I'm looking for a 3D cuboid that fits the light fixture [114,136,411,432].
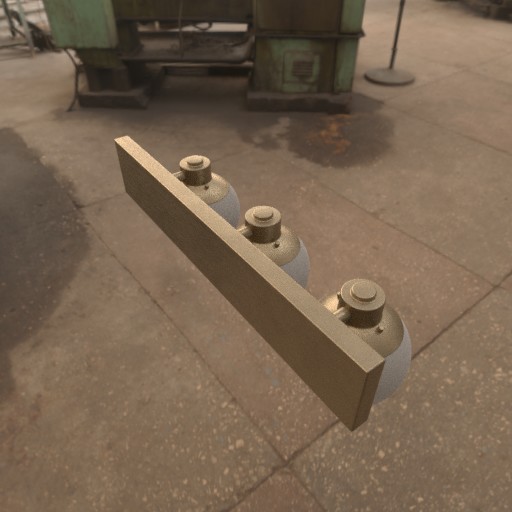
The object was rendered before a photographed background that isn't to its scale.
[{"bbox_3d":[0.000,0.000,0.847,0.218,0.263,0.721,-25,46,-27],"label":"light fixture"}]
